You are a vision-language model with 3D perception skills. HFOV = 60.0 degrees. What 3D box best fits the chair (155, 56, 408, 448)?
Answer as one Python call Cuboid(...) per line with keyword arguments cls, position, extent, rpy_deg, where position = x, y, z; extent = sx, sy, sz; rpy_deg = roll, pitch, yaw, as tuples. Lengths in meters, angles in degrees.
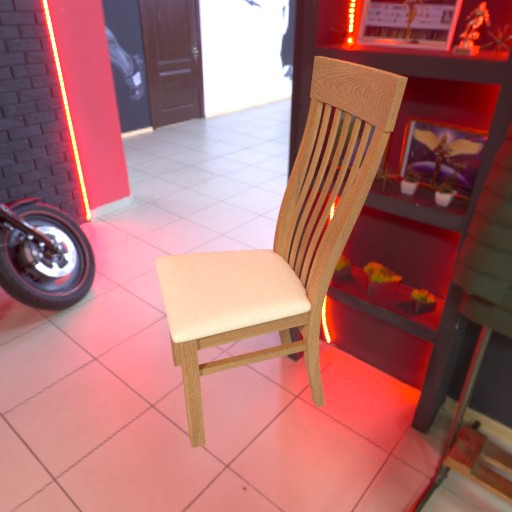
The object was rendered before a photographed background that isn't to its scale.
Cuboid(cls="chair", position=(0.000, 0.000, 1.340), extent=(0.580, 1.050, 0.450), rpy_deg=(-9, 31, -15))
